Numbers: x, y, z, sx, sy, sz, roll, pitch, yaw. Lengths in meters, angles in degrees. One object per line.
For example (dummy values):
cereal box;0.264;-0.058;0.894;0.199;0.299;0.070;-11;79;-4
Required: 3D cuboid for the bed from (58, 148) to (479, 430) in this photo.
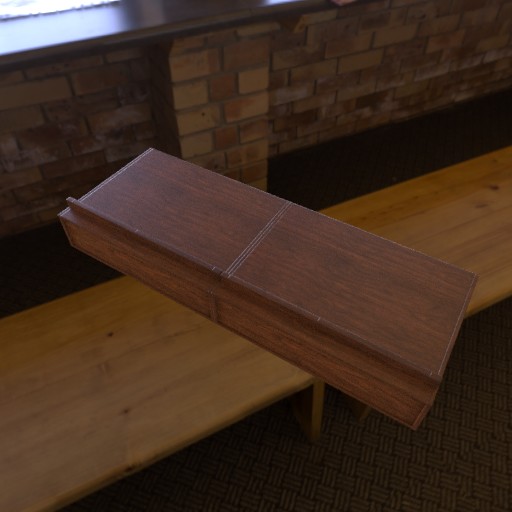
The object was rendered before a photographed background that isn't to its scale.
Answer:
bed;0.000;0.000;2.358;2.057;0.326;0.787;24;52;21
